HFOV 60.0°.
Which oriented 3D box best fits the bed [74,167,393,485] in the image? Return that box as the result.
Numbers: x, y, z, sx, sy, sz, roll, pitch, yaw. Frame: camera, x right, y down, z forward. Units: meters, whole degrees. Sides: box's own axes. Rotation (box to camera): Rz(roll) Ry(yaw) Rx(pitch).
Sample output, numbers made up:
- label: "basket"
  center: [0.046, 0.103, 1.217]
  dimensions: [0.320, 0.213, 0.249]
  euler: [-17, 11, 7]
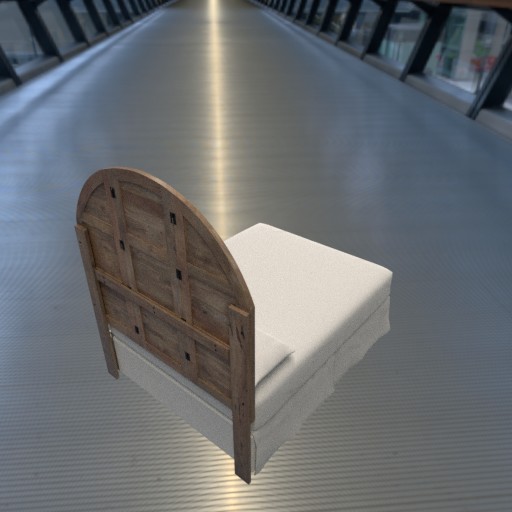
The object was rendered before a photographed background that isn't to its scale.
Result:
- label: "bed"
  center: [0.000, 0.000, 3.609]
  dimensions: [1.713, 2.002, 2.112]
  euler: [23, 38, 33]
